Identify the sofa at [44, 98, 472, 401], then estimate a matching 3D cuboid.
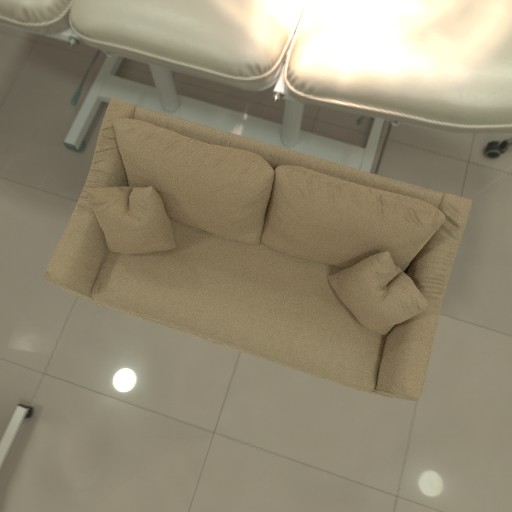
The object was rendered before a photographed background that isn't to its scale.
[{"bbox_3d":[0.000,0.000,2.539,2.010,1.018,1.072,17,75,5],"label":"sofa"}]
